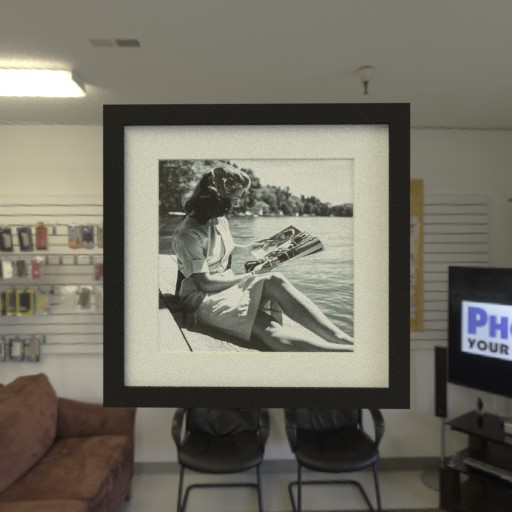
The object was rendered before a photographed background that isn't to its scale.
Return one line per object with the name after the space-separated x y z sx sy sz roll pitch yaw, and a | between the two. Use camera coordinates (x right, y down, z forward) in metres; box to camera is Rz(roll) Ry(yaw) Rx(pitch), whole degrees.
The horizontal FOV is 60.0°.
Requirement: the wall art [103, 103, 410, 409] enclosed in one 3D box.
0.000 0.000 0.459 0.308 0.305 0.030 0 0 1 | wall art
